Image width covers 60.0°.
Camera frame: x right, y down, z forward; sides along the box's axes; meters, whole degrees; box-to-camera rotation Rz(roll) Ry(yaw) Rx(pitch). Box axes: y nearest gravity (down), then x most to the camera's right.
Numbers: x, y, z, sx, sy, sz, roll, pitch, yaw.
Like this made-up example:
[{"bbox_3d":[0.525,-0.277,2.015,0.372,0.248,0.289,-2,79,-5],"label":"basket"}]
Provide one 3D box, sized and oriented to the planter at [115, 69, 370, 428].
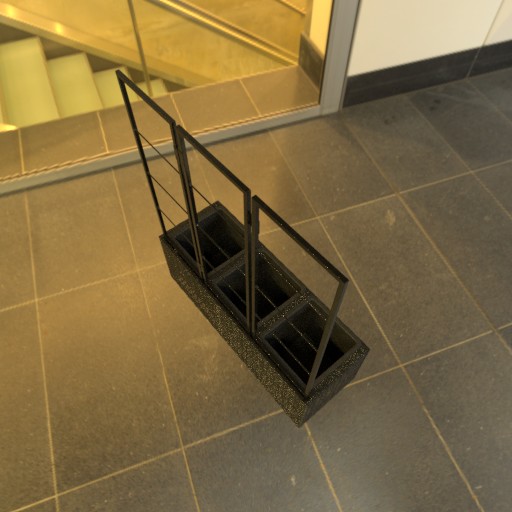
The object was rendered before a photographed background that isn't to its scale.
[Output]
[{"bbox_3d":[0.000,0.000,1.174,0.244,0.841,0.698,-35,63,-21],"label":"planter"}]
